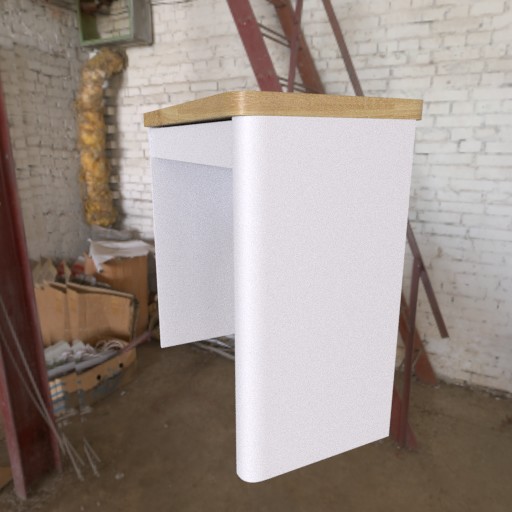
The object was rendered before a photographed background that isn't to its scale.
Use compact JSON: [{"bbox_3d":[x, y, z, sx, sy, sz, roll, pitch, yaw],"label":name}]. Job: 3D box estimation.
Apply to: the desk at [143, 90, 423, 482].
[{"bbox_3d":[0.000,0.000,1.248,0.440,0.790,0.760,-7,16,-25],"label":"desk"}]
